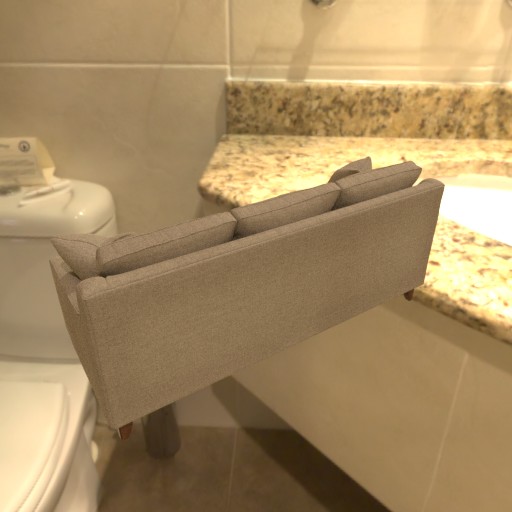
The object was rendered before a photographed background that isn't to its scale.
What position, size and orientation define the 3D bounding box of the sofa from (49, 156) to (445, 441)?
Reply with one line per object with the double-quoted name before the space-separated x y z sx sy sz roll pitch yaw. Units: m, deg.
"sofa" 0.000 0.000 2.490 2.031 0.914 0.865 -18 34 -29
